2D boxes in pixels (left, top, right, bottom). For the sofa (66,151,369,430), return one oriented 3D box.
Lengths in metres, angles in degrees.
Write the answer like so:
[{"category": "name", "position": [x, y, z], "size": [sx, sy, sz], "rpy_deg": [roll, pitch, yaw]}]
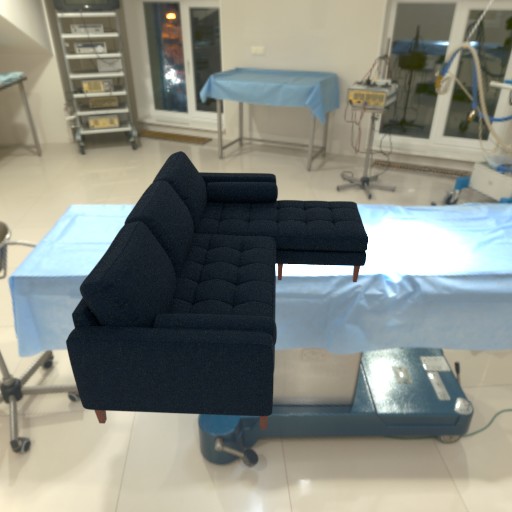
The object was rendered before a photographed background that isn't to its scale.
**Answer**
[{"category": "sofa", "position": [0.000, 0.000, 2.938], "size": [1.613, 0.841, 2.185], "rpy_deg": [1, 31, 2]}]
